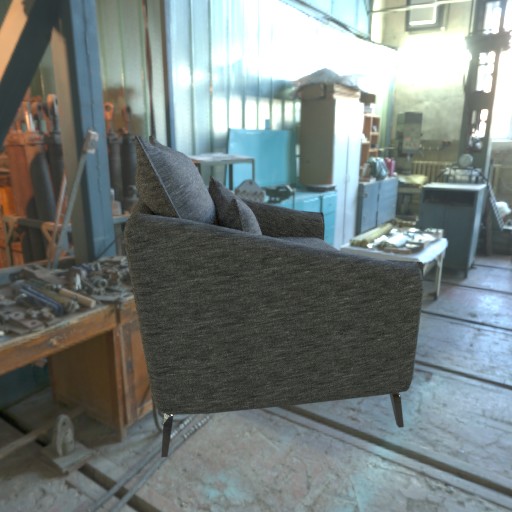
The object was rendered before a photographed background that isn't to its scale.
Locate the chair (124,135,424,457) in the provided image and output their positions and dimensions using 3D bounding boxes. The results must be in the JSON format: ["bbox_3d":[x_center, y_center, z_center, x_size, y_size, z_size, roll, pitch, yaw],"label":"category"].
[{"bbox_3d":[0.000,0.000,1.600,0.805,0.842,1.004,-3,15,-10],"label":"chair"}]
